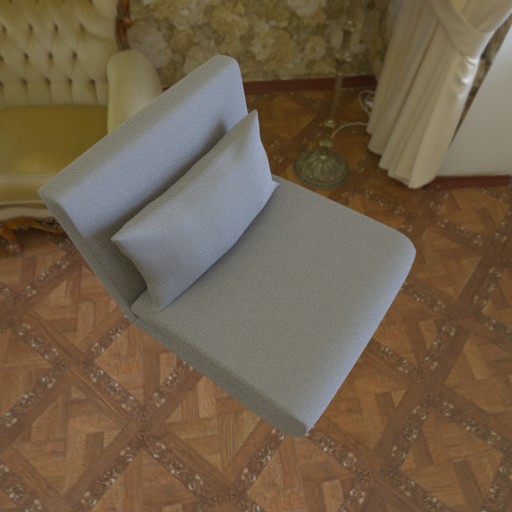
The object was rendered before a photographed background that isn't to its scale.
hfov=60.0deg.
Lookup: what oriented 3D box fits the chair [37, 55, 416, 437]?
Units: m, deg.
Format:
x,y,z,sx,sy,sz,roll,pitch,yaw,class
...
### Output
x,y,z,sx,sy,sz,roll,pitch,yaw,class
0.000,0.000,1.497,0.902,0.808,0.770,31,62,19,chair
